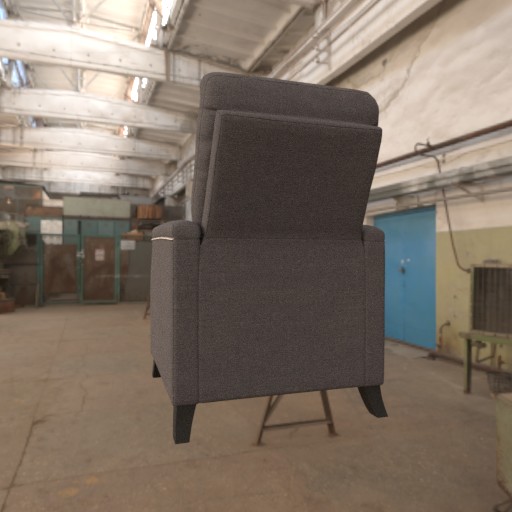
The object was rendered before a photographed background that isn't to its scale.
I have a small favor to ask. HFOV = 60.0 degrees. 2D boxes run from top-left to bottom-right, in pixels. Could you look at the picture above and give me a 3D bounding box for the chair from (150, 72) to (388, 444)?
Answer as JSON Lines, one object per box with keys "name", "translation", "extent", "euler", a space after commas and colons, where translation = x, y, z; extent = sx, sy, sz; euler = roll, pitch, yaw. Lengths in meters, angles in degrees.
{"name": "chair", "translation": [0.000, 0.000, 1.651], "extent": [0.710, 1.049, 0.922], "euler": [0, 0, -18]}
